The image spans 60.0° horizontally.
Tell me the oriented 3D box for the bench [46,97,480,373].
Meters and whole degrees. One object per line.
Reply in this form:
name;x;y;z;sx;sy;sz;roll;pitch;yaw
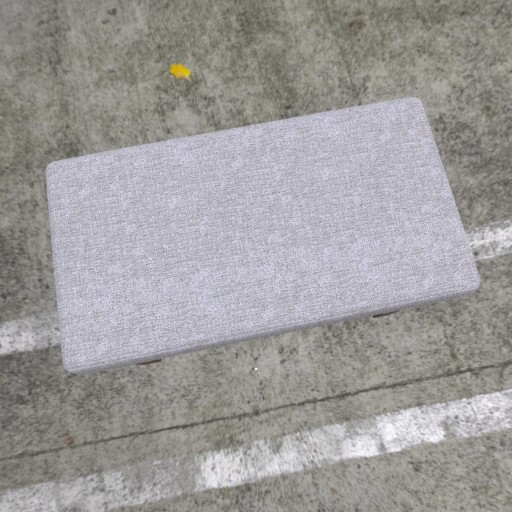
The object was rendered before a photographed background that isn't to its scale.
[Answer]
bench;0.000;0.000;0.953;0.681;0.467;0.366;-11;76;-3
